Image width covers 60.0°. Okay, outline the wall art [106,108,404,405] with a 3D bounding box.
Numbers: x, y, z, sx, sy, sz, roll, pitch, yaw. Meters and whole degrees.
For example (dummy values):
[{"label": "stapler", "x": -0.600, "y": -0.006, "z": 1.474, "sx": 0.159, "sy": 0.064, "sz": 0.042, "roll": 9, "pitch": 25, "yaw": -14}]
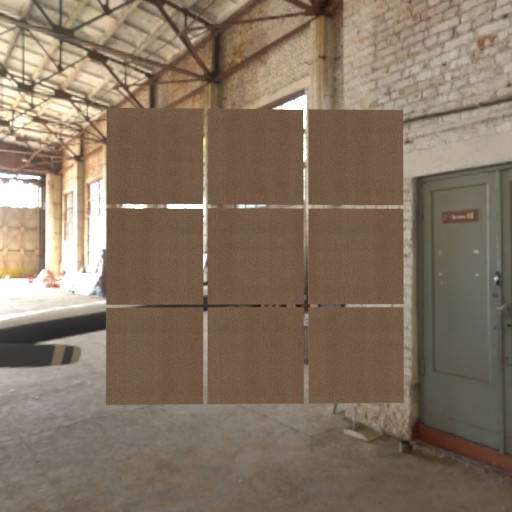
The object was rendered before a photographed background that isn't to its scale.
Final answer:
[{"label": "wall art", "x": 0.000, "y": 0.000, "z": 2.263, "sx": 1.517, "sy": 1.505, "sz": 0.002, "roll": 0, "pitch": 0, "yaw": -1}]
